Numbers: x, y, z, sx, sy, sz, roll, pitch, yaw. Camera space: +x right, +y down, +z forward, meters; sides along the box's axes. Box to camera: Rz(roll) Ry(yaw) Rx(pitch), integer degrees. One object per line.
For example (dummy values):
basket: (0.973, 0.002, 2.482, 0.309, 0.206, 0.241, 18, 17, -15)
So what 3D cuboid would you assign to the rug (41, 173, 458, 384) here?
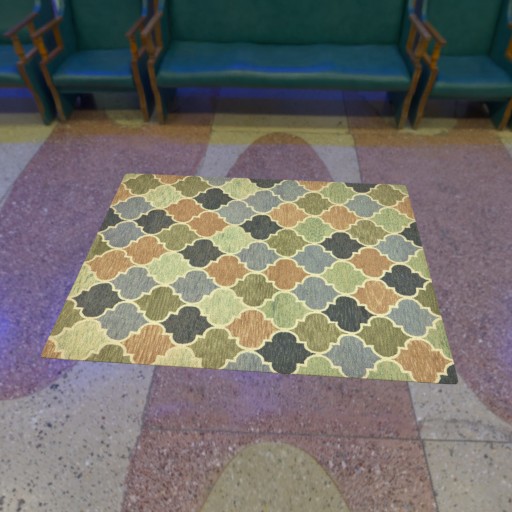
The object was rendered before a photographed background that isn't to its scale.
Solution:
rug: (0.000, 0.000, 4.216, 3.200, 0.013, 2.439, 3, 46, 3)
